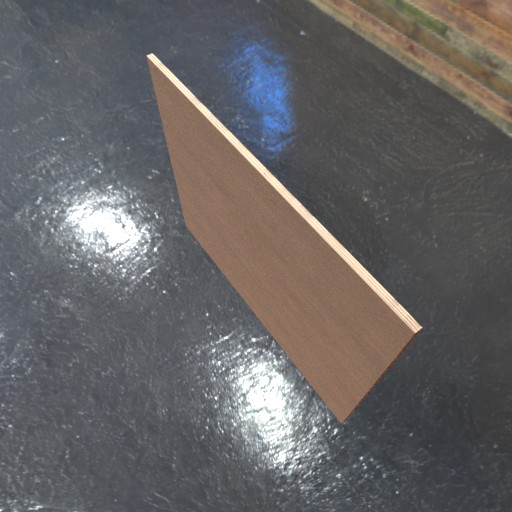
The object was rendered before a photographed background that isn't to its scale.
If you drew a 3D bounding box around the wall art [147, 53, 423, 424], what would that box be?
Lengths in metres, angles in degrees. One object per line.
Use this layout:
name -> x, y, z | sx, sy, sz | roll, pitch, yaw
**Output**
wall art -> 0.000, 0.000, 0.686 | 0.010, 0.408, 0.508 | -32, 63, -18
